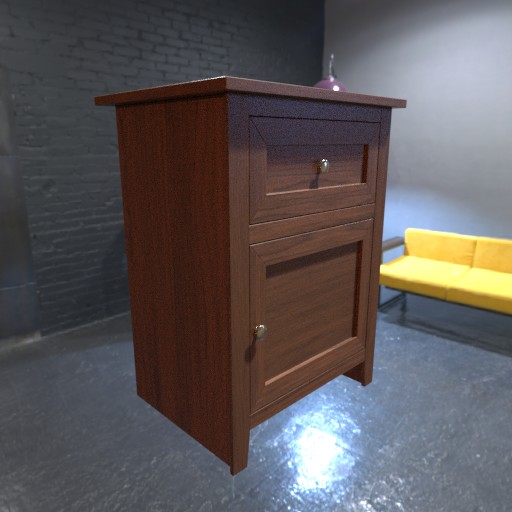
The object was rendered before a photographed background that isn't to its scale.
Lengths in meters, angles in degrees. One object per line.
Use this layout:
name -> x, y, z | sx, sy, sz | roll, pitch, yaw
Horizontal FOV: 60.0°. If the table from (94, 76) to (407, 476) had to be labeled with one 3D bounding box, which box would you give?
table -> 0.000, 0.000, 0.944 | 0.480, 0.636, 0.381 | -14, 20, -43
